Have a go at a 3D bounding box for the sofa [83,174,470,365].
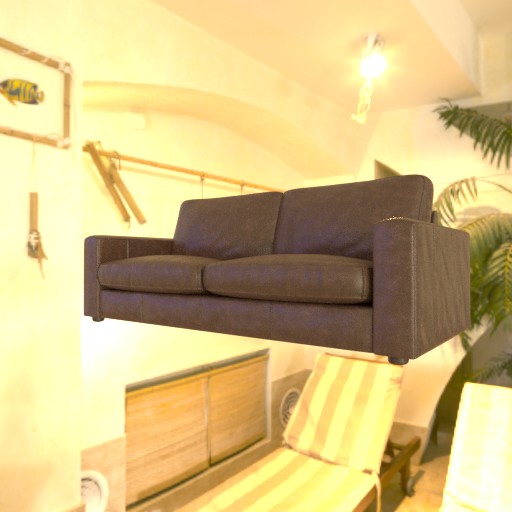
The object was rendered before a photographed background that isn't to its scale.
[{"bbox_3d":[0.000,0.000,2.669,2.179,0.873,1.016,0,-1,37],"label":"sofa"}]
